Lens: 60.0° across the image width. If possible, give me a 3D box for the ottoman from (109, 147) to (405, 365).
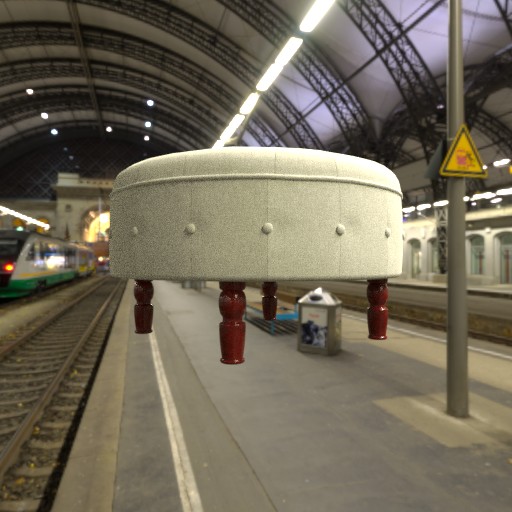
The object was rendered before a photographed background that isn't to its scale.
[{"bbox_3d":[0.000,0.000,1.348,0.850,0.483,0.850,0,-1,0],"label":"ottoman"}]
